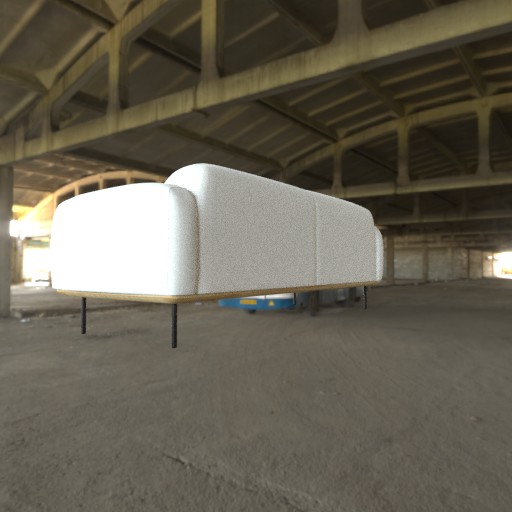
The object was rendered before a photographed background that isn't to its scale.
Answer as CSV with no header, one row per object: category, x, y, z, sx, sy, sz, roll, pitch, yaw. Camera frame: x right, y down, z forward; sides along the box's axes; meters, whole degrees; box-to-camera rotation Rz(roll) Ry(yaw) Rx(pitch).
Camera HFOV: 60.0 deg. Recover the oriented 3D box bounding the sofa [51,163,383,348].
sofa,0.000,0.000,2.766,0.870,0.780,2.280,-1,-2,36
